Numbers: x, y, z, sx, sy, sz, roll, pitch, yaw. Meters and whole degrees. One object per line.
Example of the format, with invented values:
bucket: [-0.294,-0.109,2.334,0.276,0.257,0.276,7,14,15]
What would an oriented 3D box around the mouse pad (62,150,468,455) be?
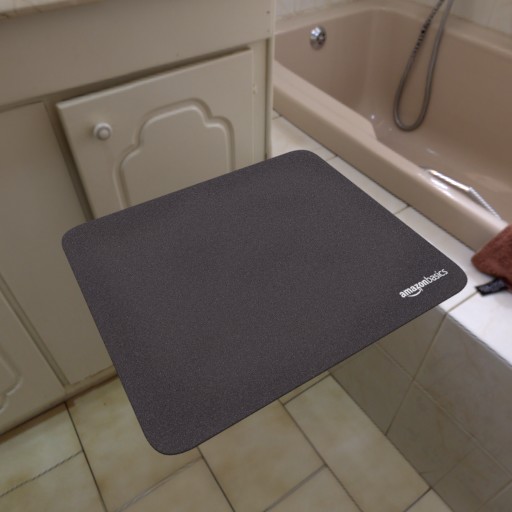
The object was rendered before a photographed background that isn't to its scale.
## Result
mouse pad: [0.000,0.000,0.430,0.315,0.002,0.269,-24,50,-21]
